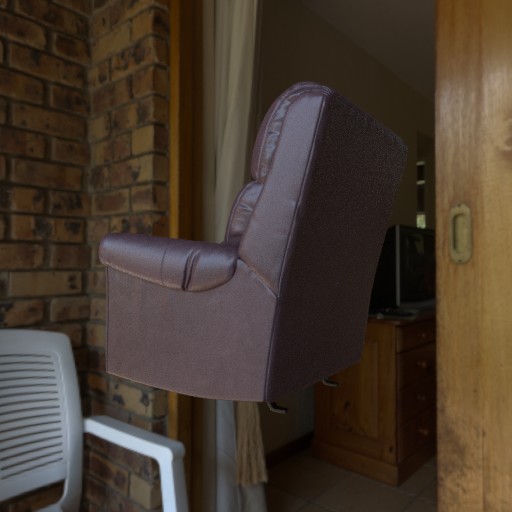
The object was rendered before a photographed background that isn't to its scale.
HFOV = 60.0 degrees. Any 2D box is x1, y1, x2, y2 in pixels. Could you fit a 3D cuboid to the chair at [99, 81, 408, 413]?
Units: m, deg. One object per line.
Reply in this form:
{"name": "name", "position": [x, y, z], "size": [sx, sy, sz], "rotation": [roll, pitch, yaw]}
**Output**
{"name": "chair", "position": [0.000, 0.000, 1.790], "size": [1.014, 1.054, 0.838], "rotation": [-1, -1, 35]}
